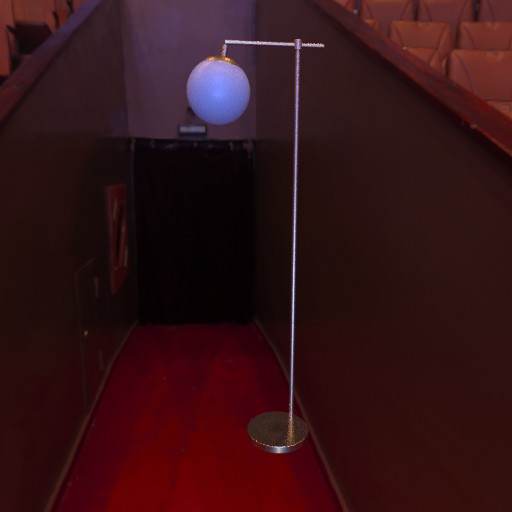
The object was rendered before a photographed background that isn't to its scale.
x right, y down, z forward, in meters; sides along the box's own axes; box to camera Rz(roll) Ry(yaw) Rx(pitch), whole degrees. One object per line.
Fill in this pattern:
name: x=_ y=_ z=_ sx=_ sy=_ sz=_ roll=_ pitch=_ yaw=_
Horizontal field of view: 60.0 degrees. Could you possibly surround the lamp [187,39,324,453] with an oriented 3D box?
lamp: x=0.000 y=0.000 z=1.656 sx=0.476 sy=1.505 sz=0.249 roll=-2 pitch=12 yaw=-9
